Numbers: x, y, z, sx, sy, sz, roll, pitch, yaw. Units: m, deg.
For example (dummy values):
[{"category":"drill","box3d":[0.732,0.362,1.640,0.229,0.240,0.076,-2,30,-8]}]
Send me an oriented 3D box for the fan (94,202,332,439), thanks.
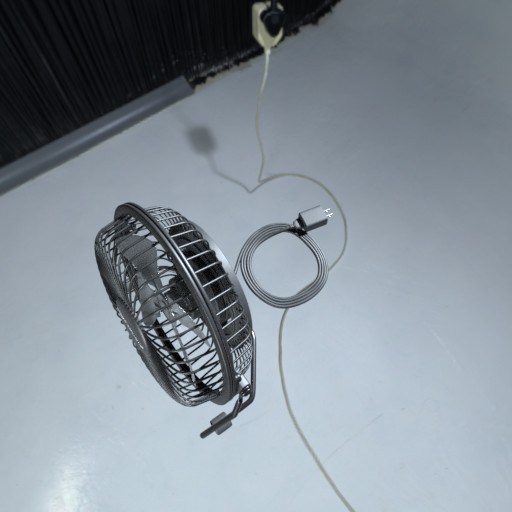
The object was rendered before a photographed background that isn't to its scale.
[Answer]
[{"category":"fan","box3d":[0.000,0.000,0.303,0.202,0.152,0.153,-33,68,-15]}]
